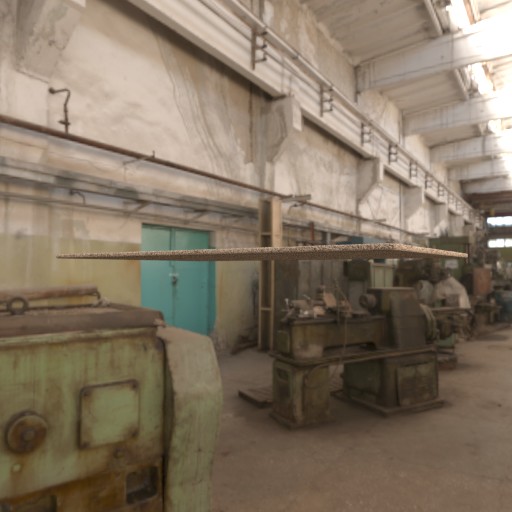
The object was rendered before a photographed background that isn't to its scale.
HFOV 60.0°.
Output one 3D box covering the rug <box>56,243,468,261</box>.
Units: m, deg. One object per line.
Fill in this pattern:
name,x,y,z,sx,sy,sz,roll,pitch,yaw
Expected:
rug,0.000,0.000,3.078,2.438,0.030,1.524,-1,-2,35
